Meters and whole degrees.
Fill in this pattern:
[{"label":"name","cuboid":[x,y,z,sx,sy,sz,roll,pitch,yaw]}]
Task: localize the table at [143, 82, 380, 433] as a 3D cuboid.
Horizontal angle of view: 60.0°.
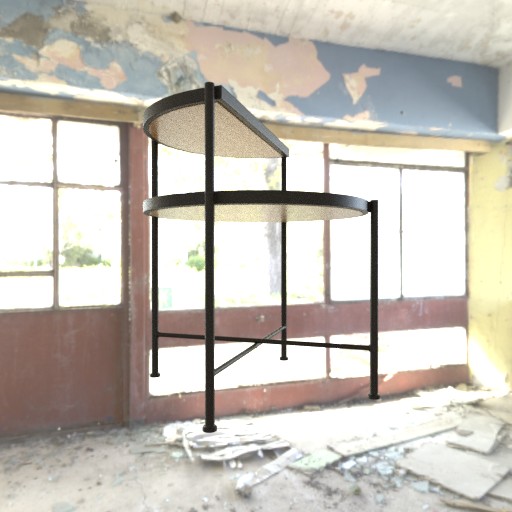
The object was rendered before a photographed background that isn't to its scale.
[{"label":"table","cuboid":[0.000,0.000,1.160,0.628,0.684,0.629,0,1,18]}]
